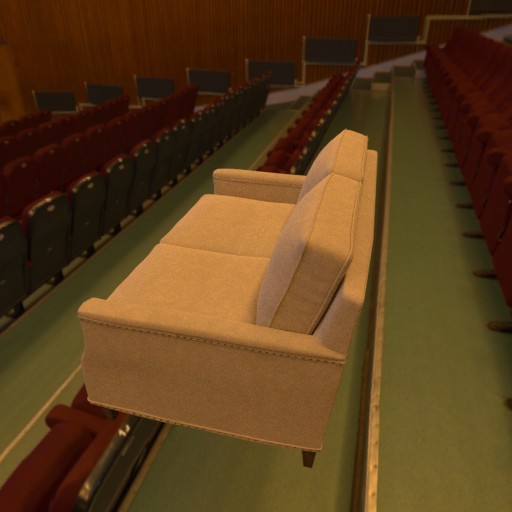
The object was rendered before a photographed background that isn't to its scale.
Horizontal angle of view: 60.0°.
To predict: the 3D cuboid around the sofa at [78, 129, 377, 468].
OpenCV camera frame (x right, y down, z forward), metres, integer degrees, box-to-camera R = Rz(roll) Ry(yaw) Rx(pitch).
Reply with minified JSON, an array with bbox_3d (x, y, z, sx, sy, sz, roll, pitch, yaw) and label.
[{"bbox_3d":[0.000,0.000,2.235,1.084,1.002,1.597,8,32,13],"label":"sofa"}]
